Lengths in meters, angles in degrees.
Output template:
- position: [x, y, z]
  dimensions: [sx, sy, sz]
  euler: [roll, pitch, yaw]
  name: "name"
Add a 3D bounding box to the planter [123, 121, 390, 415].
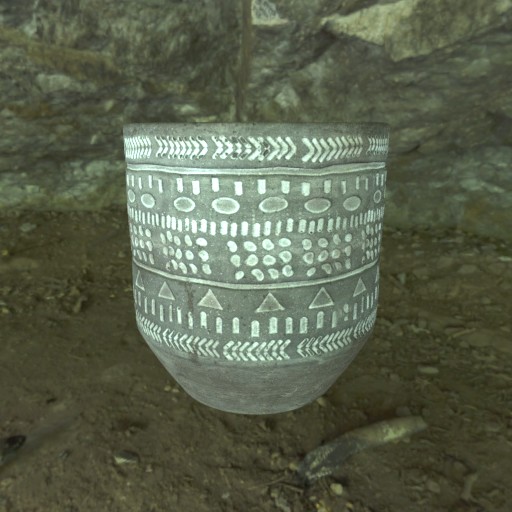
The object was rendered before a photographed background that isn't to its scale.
- position: [0.000, 0.000, 0.262]
  dimensions: [0.142, 0.149, 0.142]
  euler: [0, 15, 0]
  name: "planter"
